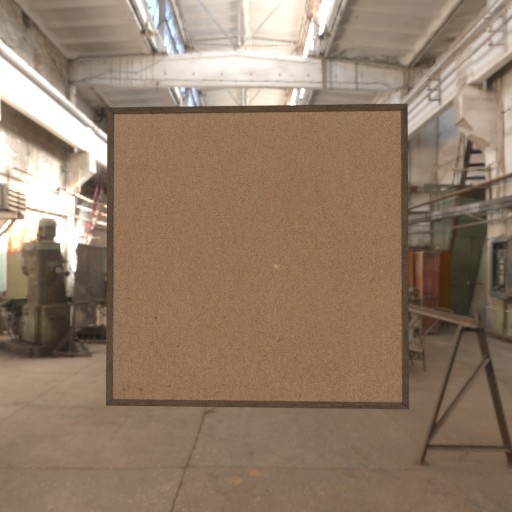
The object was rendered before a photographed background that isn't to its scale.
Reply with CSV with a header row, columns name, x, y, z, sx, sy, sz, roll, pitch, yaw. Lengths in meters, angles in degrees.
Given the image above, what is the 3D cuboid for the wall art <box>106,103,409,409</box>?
name,x,y,z,sx,sy,sz,roll,pitch,yaw
wall art,0.000,0.000,0.764,0.508,0.508,0.038,0,-1,2
